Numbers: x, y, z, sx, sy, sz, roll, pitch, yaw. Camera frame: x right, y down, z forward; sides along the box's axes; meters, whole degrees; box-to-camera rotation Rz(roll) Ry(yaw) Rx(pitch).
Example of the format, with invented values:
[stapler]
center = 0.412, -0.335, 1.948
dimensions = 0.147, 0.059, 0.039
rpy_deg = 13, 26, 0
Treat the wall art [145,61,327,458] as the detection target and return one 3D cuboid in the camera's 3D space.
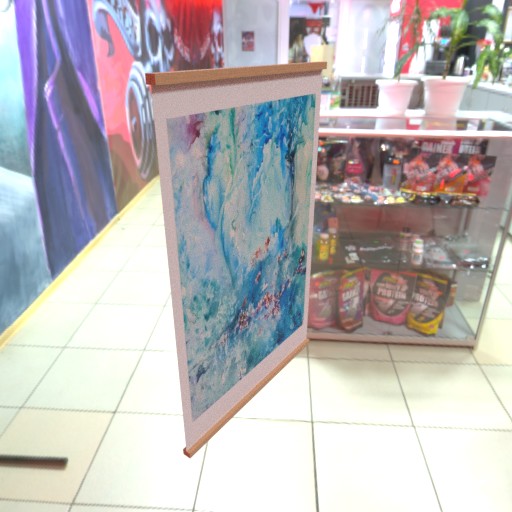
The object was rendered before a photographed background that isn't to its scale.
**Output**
[wall art]
center = 0.000, 0.000, 1.917
dimensions = 0.040, 1.510, 0.991
rpy_deg = 18, 31, 32
